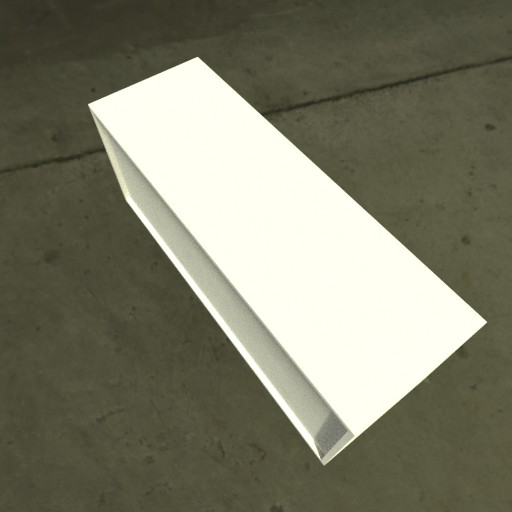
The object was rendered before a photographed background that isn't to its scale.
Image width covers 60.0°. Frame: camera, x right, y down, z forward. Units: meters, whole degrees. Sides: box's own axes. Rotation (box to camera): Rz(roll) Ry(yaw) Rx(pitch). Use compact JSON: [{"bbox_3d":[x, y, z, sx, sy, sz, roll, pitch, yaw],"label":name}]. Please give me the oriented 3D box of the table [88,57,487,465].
[{"bbox_3d":[0.000,0.000,1.805,0.508,0.769,1.500,-32,64,-18],"label":"table"}]
